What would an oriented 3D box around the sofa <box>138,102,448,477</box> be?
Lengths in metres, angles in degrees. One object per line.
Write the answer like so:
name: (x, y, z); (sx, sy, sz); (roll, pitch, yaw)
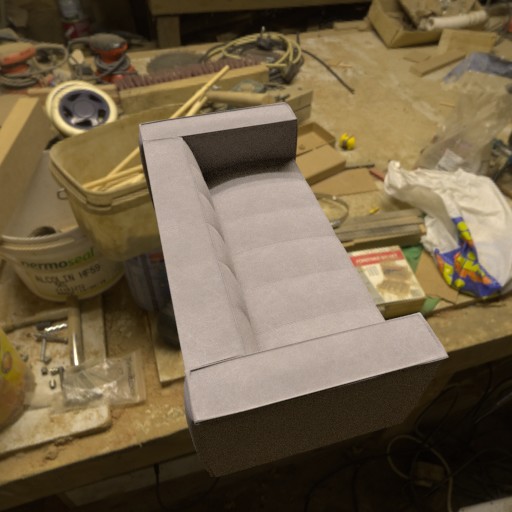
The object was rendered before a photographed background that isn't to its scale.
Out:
sofa: (0.000, 0.000, 2.458); (1.038, 0.680, 1.995); (-12, 49, -10)
